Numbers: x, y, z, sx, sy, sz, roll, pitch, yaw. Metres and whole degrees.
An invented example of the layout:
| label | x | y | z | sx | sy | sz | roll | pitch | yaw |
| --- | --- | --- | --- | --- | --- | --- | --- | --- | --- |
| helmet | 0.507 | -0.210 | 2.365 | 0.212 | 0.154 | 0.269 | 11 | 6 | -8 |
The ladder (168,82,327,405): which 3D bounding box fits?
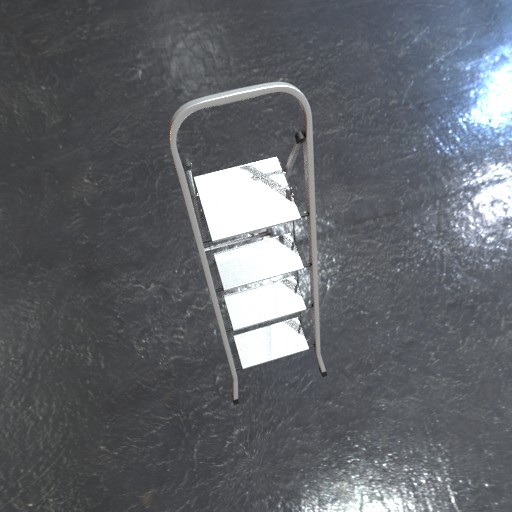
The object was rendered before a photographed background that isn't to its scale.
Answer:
| label | x | y | z | sx | sy | sz | roll | pitch | yaw |
| --- | --- | --- | --- | --- | --- | --- | --- | --- | --- |
| ladder | 0.000 | 0.000 | 1.683 | 0.465 | 1.290 | 0.830 | -15 | 66 | -7 |
